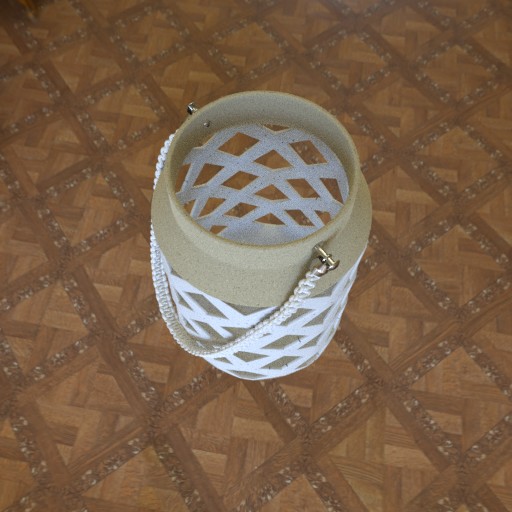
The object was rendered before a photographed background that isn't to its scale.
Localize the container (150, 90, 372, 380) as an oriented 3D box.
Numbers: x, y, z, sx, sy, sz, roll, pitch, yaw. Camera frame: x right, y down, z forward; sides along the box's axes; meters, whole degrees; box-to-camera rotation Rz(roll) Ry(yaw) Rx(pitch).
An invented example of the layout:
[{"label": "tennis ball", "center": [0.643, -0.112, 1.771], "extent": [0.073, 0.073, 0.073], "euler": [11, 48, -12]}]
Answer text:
[{"label": "container", "center": [0.000, 0.000, 0.347], "extent": [0.172, 0.229, 0.163], "euler": [-34, 69, -15]}]
